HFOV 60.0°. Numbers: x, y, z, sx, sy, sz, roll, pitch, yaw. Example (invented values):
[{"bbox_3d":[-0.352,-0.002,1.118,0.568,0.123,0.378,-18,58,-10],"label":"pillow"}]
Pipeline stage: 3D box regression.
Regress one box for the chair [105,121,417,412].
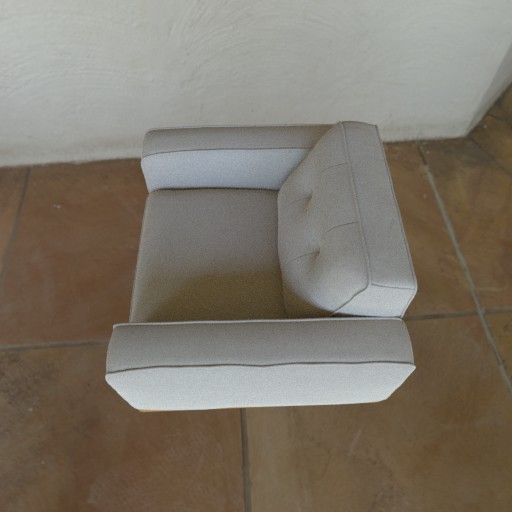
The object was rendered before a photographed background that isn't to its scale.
[{"bbox_3d":[0.000,0.000,1.756,0.953,0.779,1.115,-1,57,-1],"label":"chair"}]
